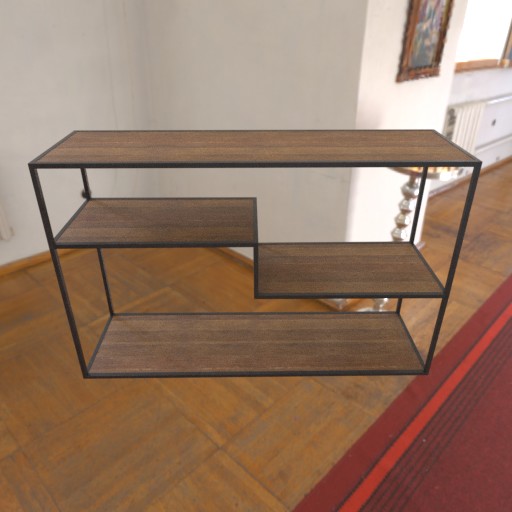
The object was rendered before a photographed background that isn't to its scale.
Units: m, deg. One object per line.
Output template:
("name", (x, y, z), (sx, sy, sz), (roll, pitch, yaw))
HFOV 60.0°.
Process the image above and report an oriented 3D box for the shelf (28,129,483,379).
("shelf", (0.000, 0.000, 1.510), (1.201, 0.765, 0.361), (0, 29, -1))
